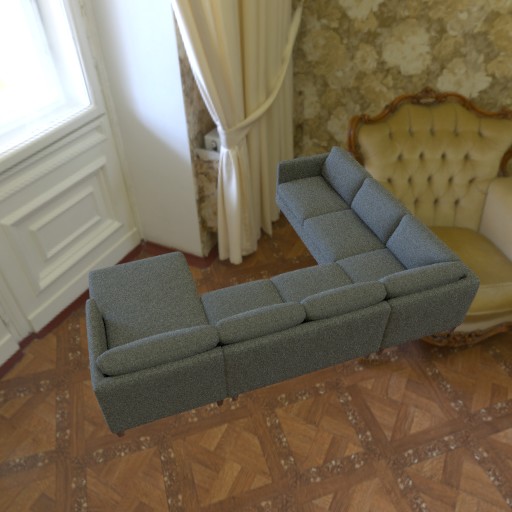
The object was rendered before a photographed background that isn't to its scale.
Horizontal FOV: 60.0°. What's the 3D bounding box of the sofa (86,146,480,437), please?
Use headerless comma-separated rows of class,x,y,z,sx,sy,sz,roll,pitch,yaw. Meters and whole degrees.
sofa,0.000,0.000,4.436,3.238,0.853,2.551,-13,43,-15
